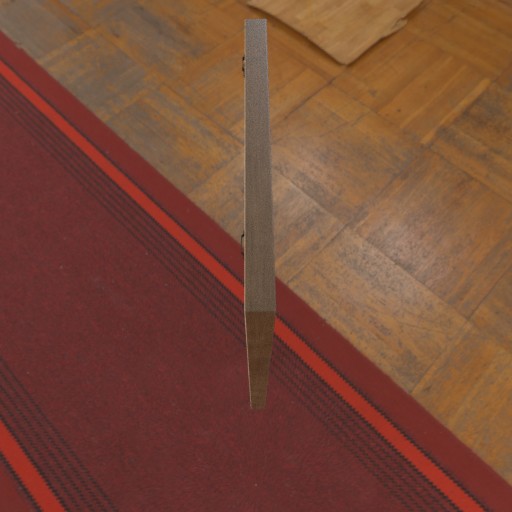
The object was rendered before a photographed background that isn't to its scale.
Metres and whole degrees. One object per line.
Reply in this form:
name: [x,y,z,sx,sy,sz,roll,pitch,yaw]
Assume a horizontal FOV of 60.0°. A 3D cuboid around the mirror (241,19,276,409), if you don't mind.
mirror: [0.000,0.000,0.925,0.040,0.710,0.507,-1,63,0]
